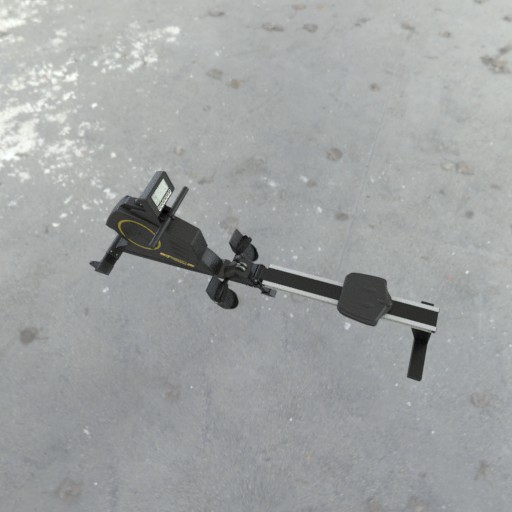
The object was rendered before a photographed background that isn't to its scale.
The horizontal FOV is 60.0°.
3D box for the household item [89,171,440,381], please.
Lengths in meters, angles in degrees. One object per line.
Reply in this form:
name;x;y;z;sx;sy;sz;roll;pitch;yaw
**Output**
household item;0.000;0.000;2.630;2.251;0.810;0.521;17;59;11
